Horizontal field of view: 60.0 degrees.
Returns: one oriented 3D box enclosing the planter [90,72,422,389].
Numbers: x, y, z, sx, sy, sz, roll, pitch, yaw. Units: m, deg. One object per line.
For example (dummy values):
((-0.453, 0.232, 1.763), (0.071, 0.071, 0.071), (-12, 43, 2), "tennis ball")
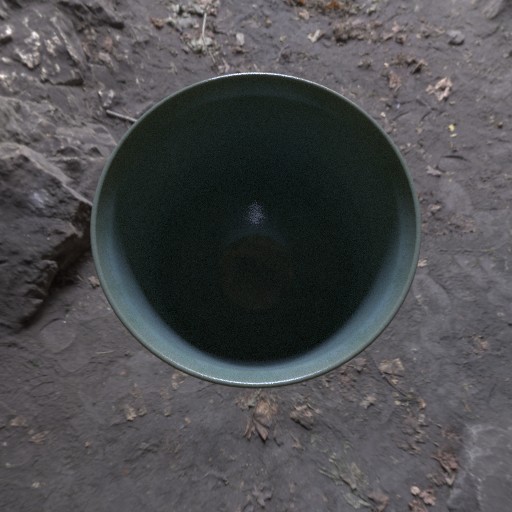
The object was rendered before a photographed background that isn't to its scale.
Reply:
((0.000, 0.000, 0.486), (0.266, 0.270, 0.266), (0, 76, 0), "planter")
